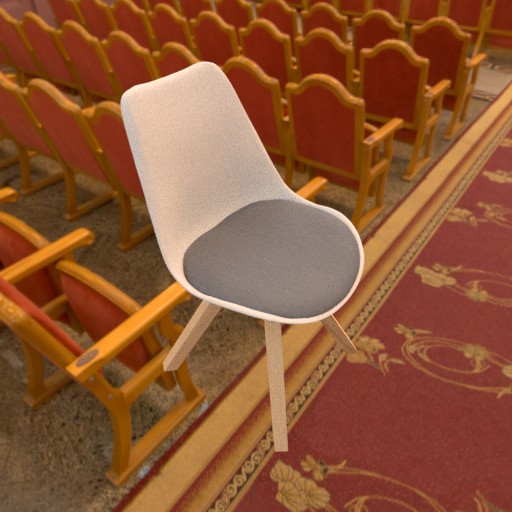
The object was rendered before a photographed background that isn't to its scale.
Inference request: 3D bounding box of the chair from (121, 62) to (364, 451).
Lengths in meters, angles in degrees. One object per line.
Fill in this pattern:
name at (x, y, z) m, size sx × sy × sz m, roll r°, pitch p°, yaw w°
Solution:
chair at (0.000, 0.000, 1.185) m, size 0.550 × 0.850 × 0.485 m, roll 26°, pitch 46°, yaw 27°
